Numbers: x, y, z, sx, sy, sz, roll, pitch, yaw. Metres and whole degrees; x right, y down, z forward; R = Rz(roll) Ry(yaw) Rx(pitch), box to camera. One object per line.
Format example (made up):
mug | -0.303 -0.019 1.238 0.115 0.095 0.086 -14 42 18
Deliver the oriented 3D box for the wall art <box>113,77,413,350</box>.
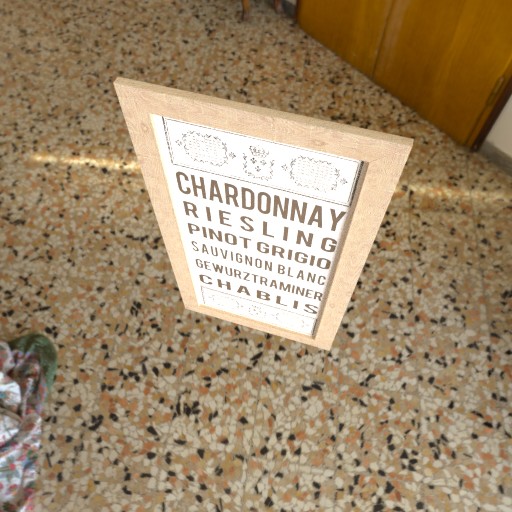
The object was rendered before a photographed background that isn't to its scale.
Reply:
wall art | 0.000 0.000 0.833 0.381 0.683 0.013 15 59 9
